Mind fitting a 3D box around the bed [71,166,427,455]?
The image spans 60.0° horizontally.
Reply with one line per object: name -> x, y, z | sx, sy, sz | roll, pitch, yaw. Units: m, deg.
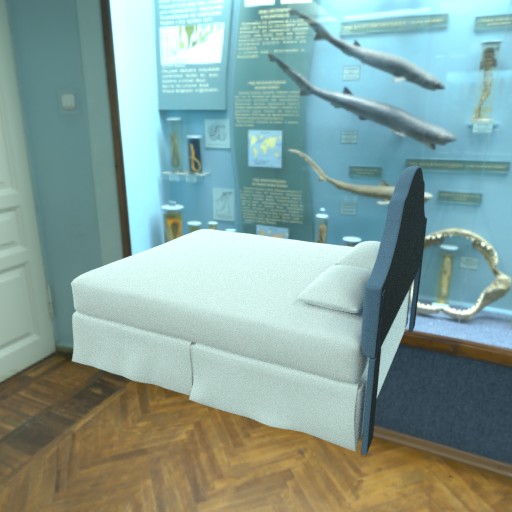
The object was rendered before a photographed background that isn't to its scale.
bed -> 0.000, 0.000, 3.779 | 2.477, 1.617, 2.039 | 9, 19, 26
